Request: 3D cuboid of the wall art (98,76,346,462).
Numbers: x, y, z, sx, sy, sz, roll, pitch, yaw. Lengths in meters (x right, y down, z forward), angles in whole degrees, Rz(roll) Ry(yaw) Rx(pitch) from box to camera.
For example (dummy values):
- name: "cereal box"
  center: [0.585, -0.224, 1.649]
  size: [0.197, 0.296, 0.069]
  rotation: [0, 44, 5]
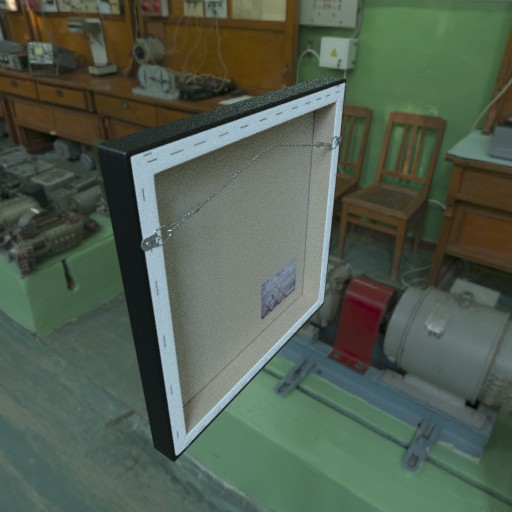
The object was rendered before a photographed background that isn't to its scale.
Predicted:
- name: "wall art"
  center: [0.000, 0.000, 0.607]
  size: [0.041, 0.407, 0.406]
  rotation: [20, 37, 30]
